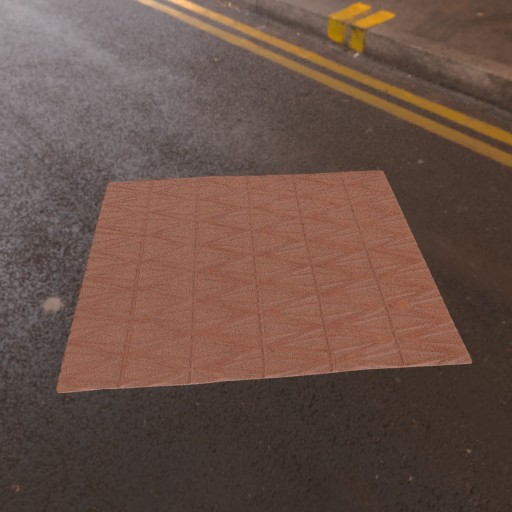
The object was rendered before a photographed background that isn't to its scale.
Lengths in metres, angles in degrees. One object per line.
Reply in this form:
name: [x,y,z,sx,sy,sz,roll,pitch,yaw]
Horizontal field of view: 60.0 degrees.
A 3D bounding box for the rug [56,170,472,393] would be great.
rug: [0.000,0.000,4.059,3.052,0.043,2.453,-3,47,-3]
